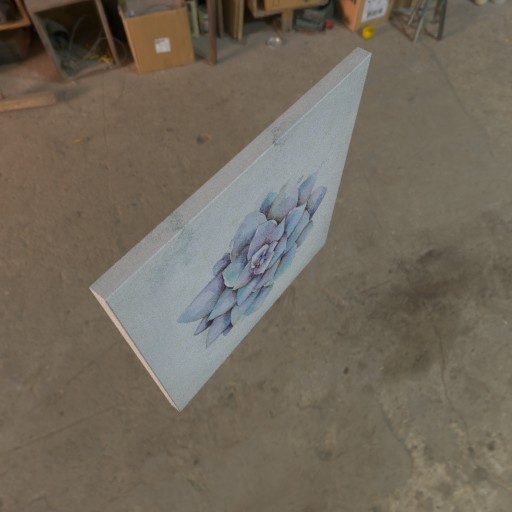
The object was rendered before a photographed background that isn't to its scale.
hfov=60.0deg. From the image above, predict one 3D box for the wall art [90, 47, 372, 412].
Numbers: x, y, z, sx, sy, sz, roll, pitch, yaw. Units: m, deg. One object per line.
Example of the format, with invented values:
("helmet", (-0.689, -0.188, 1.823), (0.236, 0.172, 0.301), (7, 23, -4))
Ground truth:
("wall art", (0.000, 0.000, 1.142), (0.038, 0.762, 0.762), (34, 65, 19))
